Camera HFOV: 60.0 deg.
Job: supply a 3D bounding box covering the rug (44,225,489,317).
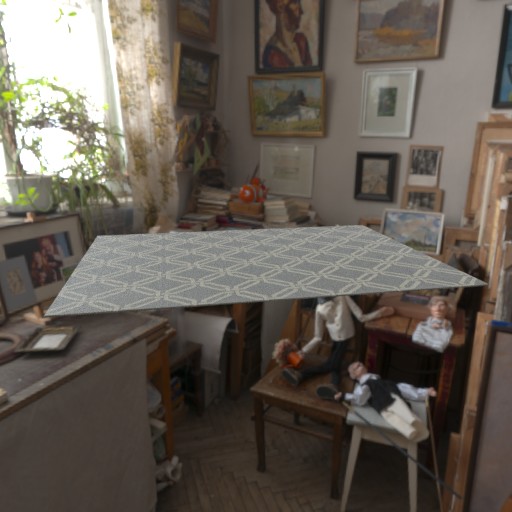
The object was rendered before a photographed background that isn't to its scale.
[{"bbox_3d":[0.000,0.000,4.412,3.353,0.013,2.438,-3,16,-11],"label":"rug"}]
